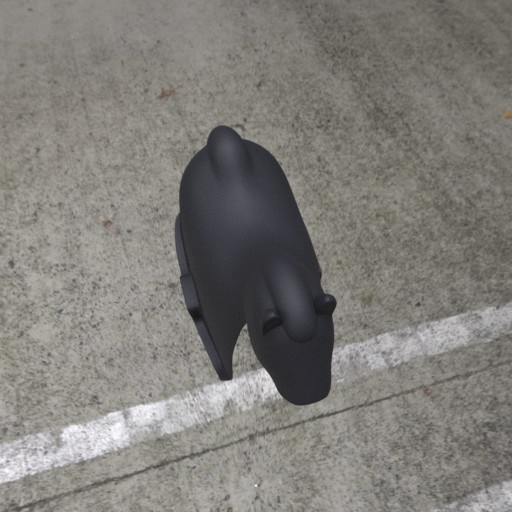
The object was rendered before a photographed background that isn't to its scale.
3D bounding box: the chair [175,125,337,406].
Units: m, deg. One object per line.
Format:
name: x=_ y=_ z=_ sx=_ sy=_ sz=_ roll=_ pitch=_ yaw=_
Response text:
chair: x=0.000 y=0.000 z=1.147 sx=0.429 sy=0.612 sz=0.800 roll=-15 pitch=64 yaw=-8
